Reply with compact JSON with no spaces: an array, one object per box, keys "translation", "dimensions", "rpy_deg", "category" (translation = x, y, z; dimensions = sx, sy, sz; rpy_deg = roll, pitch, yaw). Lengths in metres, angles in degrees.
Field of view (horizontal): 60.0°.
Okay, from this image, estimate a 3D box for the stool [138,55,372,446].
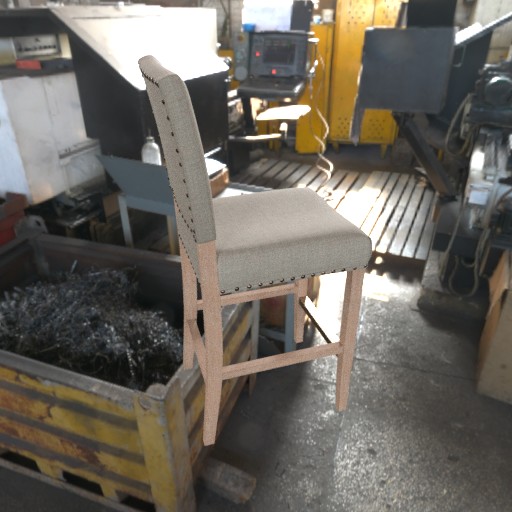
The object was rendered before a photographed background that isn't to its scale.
[{"translation":[0.000,0.000,1.440],"dimensions":[0.585,1.173,0.445],"rpy_deg":[-9,31,-16],"category":"stool"}]
